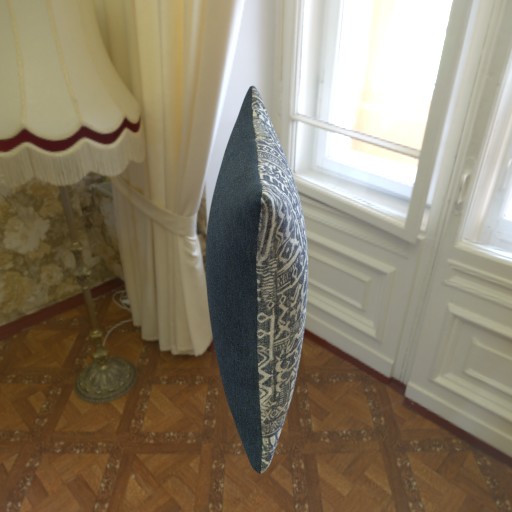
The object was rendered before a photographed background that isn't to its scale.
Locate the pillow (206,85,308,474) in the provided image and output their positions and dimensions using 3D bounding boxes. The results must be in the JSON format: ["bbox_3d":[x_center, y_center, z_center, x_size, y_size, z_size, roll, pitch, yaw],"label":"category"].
[{"bbox_3d":[0.000,0.000,0.802,0.180,0.487,0.546,-1,32,-1],"label":"pillow"}]
